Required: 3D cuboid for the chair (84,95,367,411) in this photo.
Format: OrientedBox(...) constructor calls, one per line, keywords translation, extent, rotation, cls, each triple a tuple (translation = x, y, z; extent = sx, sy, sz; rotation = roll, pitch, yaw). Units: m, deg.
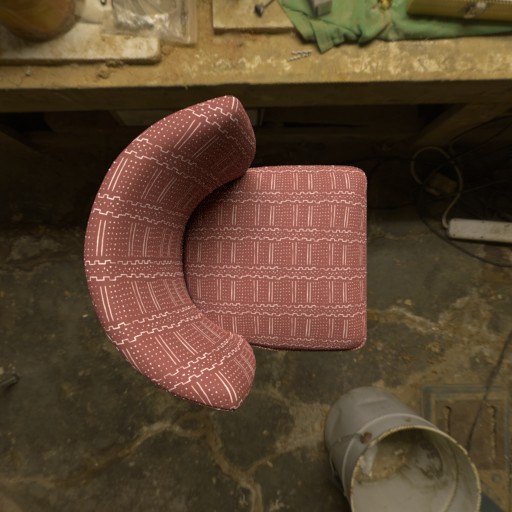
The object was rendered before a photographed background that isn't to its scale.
OrientedBox(translation=(0.000, 0.000, 1.384), extent=(0.758, 0.866, 0.706), rotation=(0, 89, 0), cls="chair")
